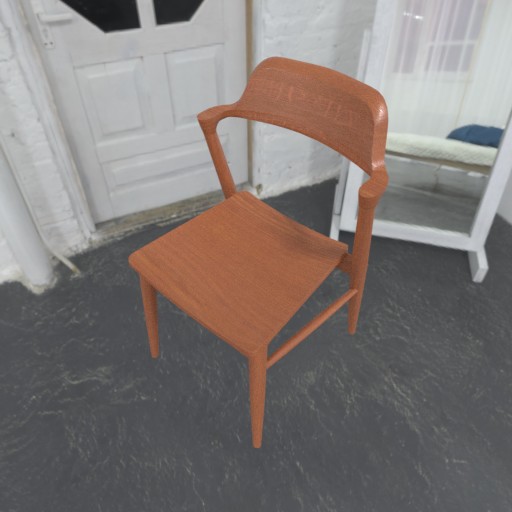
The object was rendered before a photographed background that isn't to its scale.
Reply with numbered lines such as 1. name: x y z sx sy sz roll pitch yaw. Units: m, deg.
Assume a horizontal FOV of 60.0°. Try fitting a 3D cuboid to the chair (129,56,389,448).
1. chair: 0.000 0.000 1.132 0.496 0.801 0.499 32 54 27
